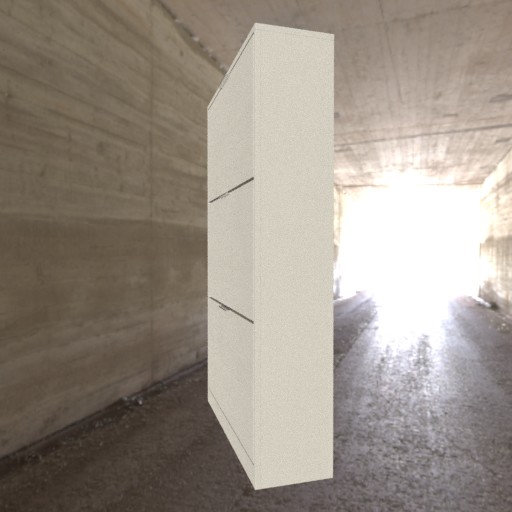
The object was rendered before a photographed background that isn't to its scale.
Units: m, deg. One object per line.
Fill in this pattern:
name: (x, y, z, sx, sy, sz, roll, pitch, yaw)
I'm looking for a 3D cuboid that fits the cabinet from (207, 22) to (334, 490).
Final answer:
cabinet: (0.000, 0.000, 1.604, 0.250, 1.280, 0.750, 0, 1, -16)
